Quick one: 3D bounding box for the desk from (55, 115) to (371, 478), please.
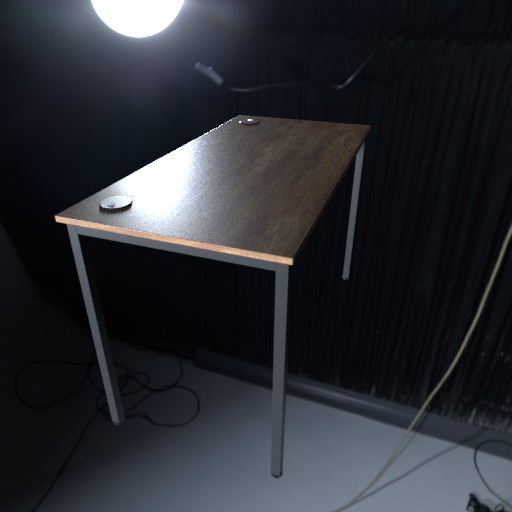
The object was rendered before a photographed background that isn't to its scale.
[{"bbox_3d":[0.000,0.000,1.657,0.600,0.749,1.200,10,31,17],"label":"desk"}]
